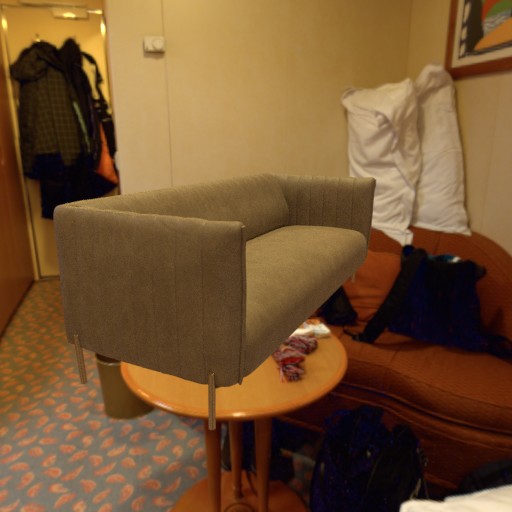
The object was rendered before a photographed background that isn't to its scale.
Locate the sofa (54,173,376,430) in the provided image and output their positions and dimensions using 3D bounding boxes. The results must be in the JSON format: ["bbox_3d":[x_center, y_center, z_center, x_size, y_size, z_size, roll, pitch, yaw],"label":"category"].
[{"bbox_3d":[0.000,0.000,2.480,0.876,0.779,1.980,7,17,26],"label":"sofa"}]
